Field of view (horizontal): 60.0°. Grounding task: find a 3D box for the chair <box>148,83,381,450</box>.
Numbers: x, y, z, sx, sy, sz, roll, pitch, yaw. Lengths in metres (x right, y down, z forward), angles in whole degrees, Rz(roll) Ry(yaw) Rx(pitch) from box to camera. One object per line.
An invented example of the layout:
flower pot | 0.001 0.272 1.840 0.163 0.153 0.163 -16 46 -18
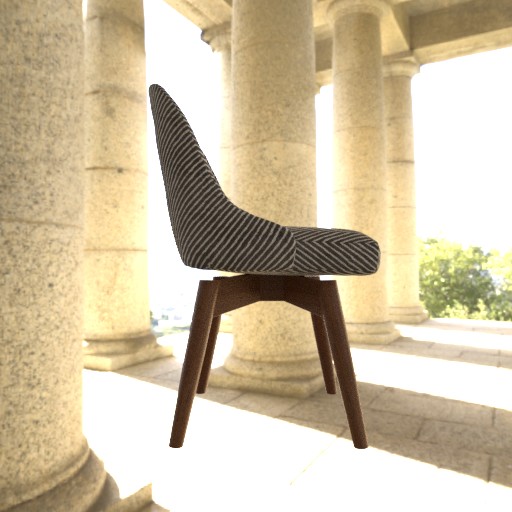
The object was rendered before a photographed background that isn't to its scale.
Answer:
chair | 0.000 0.000 1.237 0.591 0.883 0.504 0 -1 1
